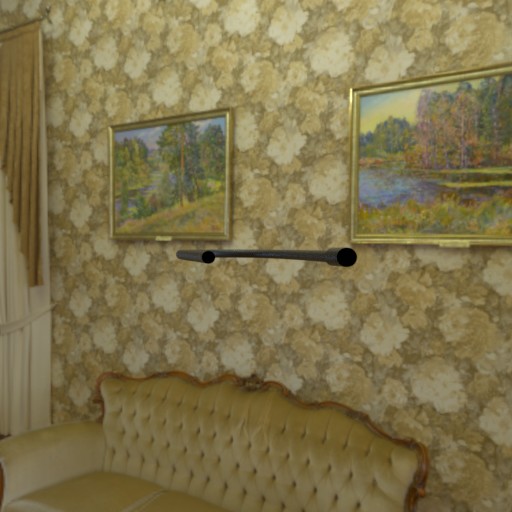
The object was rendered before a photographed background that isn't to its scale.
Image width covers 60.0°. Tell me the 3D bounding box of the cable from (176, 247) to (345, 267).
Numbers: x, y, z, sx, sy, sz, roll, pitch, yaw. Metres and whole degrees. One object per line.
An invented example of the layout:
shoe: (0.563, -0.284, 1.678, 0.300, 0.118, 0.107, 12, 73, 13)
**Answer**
cable: (0.000, 0.000, 0.115, 0.040, 0.006, 0.098, 0, 1, -17)
